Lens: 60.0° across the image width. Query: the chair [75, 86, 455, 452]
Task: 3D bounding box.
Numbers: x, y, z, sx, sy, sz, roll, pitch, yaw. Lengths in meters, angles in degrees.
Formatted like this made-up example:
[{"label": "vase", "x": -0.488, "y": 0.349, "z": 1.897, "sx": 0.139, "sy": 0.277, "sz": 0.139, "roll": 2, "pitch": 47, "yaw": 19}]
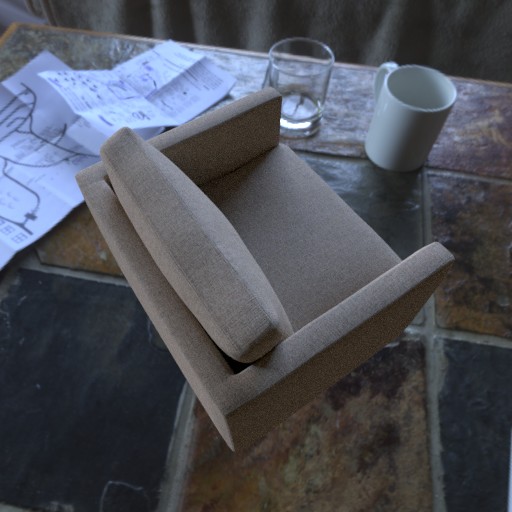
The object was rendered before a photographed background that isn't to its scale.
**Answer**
[{"label": "chair", "x": 0.000, "y": 0.000, "z": 1.817, "sx": 0.959, "sy": 0.987, "sz": 1.107, "roll": -30, "pitch": 63, "yaw": -17}]
